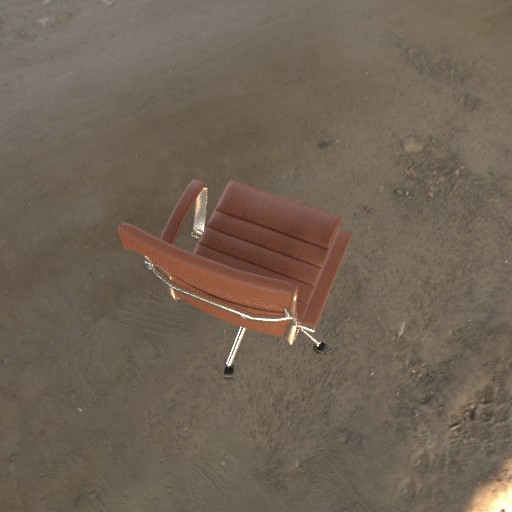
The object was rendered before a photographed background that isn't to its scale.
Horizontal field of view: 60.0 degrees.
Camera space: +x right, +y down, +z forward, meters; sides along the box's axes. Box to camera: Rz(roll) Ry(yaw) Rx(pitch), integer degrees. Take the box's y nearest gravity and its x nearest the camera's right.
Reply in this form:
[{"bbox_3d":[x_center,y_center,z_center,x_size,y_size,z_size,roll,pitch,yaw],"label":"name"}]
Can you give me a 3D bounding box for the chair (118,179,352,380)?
[{"bbox_3d":[0.000,0.000,1.629,0.766,1.149,0.739,20,65,10],"label":"chair"}]
